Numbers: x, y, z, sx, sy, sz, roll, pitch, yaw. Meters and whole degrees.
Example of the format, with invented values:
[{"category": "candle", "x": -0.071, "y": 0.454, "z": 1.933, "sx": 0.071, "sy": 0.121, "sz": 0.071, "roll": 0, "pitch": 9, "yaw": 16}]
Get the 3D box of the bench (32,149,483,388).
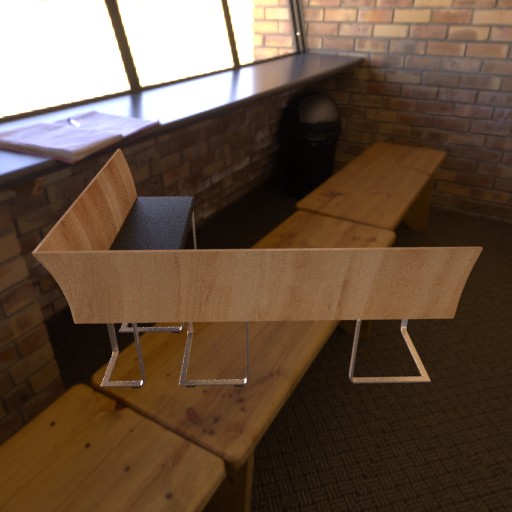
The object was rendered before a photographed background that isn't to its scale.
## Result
[{"category": "bench", "x": 0.000, "y": 0.000, "z": 2.787, "sx": 1.945, "sy": 0.930, "sz": 1.495, "roll": -1, "pitch": 30, "yaw": -1}]
